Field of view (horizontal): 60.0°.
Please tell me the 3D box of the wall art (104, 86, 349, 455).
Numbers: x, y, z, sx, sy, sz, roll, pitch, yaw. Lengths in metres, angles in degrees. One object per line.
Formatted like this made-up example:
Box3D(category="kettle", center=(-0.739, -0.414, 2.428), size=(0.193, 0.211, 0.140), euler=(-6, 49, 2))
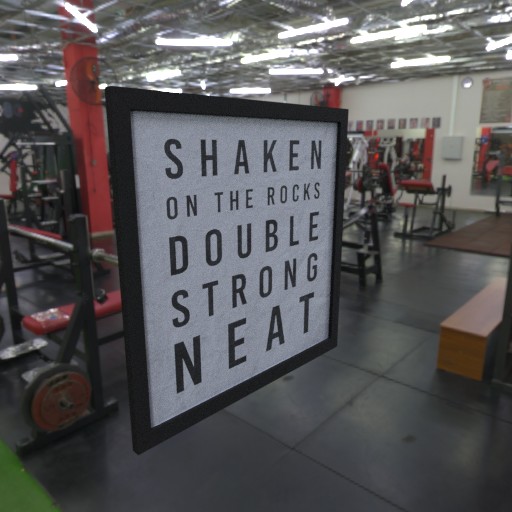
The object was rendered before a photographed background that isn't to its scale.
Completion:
Box3D(category="wall art", center=(0.000, 0.000, 0.690), size=(0.013, 0.458, 0.456), euler=(14, 19, 43))
